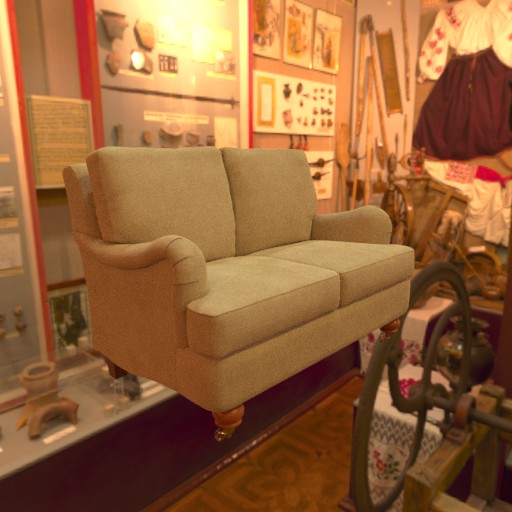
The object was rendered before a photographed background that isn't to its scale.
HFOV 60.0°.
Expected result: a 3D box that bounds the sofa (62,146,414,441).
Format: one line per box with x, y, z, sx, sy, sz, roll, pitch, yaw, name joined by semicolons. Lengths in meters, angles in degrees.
0.000;0.000;2.248;1.086;1.087;1.498;12;17;42;sofa
